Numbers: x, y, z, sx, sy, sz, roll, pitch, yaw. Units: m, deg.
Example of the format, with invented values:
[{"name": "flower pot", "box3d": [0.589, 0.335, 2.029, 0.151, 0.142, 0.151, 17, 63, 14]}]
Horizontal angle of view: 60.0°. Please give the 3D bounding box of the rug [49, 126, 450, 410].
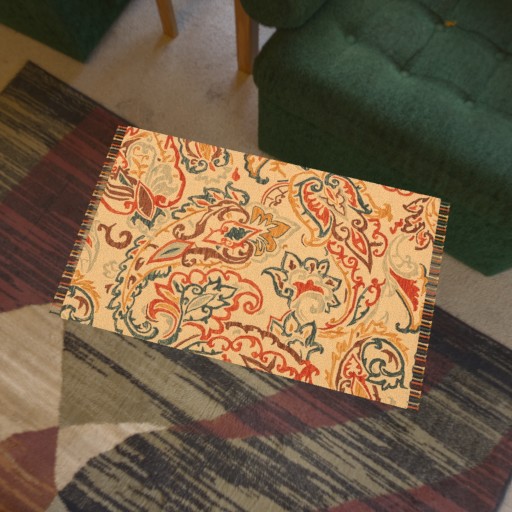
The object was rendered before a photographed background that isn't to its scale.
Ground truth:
[{"name": "rug", "box3d": [0.000, 0.000, 3.178, 2.584, 0.010, 1.523, 14, 76, 4]}]
